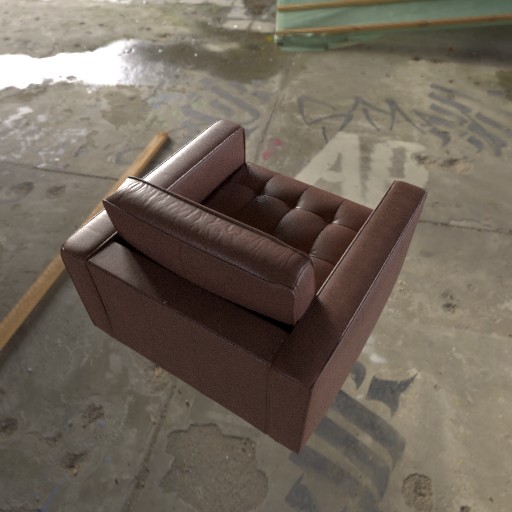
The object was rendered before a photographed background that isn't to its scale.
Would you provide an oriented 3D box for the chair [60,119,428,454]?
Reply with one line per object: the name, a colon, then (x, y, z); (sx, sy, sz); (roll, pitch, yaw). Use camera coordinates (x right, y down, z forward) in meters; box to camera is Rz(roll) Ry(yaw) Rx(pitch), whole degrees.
chair: (0.000, 0.000, 1.577); (0.920, 0.770, 0.900); (25, 52, 21)
